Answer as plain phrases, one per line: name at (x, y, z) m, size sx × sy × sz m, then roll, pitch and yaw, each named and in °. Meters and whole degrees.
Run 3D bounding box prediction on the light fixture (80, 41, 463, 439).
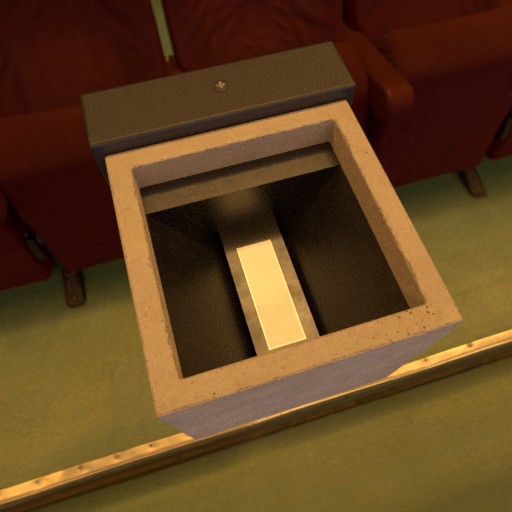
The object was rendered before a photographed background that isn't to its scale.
light fixture at (0.000, 0.000, 0.228) m, size 0.121 × 0.121 × 0.143 m, roll -15°, pitch 65°, yaw -7°
